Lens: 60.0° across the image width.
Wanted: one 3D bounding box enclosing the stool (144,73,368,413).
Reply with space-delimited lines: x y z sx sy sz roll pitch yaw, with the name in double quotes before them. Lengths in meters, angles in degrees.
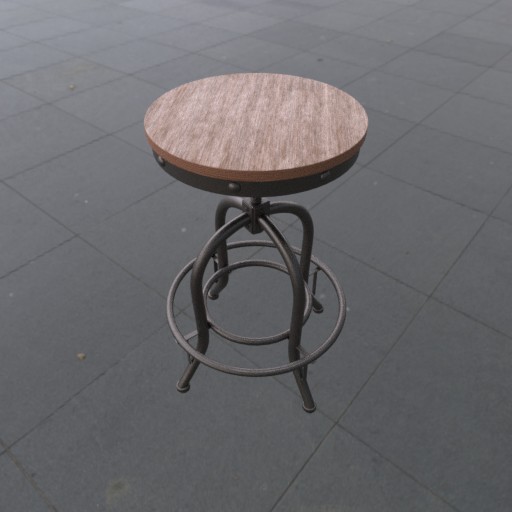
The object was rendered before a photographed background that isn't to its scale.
"stool" 0.000 0.000 0.904 0.439 0.609 0.439 -25 48 -25
